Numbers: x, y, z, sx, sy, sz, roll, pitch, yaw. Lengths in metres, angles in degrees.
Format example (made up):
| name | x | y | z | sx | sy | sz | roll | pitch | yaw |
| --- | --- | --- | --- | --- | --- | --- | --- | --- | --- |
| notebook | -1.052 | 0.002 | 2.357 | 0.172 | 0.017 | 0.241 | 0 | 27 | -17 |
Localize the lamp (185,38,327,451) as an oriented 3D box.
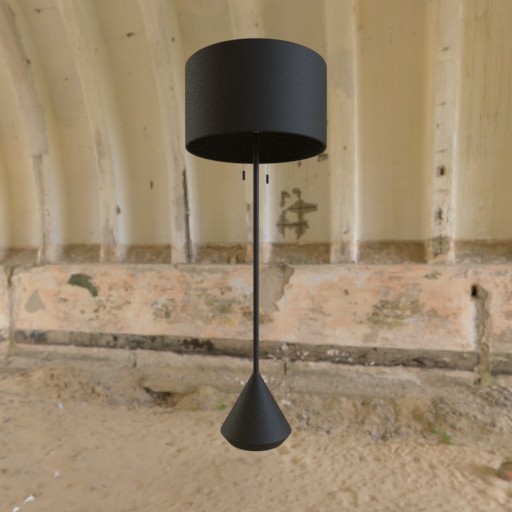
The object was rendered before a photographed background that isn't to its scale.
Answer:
| name | x | y | z | sx | sy | sz | roll | pitch | yaw |
| --- | --- | --- | --- | --- | --- | --- | --- | --- | --- |
| lamp | 0.000 | 0.000 | 1.839 | 0.580 | 1.526 | 0.580 | 0 | 0 | -18 |
